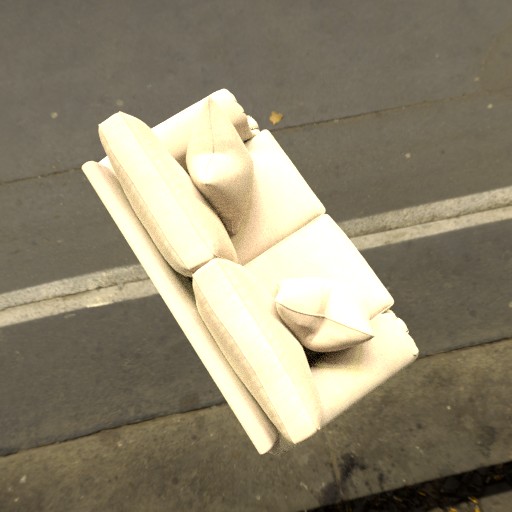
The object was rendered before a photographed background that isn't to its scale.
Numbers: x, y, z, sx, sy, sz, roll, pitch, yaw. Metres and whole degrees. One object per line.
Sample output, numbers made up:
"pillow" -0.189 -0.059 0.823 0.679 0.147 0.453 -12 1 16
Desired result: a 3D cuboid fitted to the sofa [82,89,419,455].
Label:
"sofa" 0.000 0.000 2.280 0.966 0.966 1.701 -33 79 -7
